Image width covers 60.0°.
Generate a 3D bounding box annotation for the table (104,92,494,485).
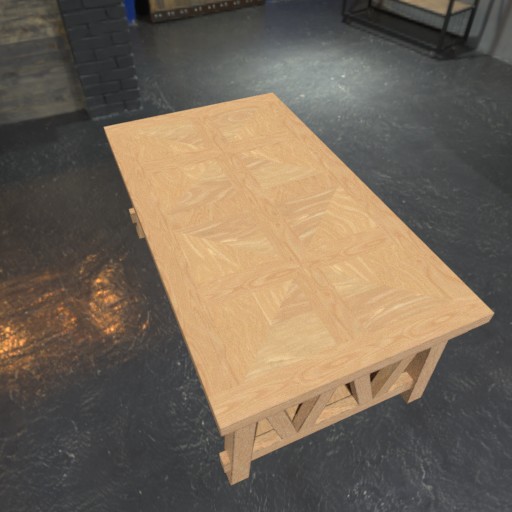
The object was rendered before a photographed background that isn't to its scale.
[{"bbox_3d":[0.000,0.000,1.566,0.711,0.507,1.270,-17,48,-16],"label":"table"}]
